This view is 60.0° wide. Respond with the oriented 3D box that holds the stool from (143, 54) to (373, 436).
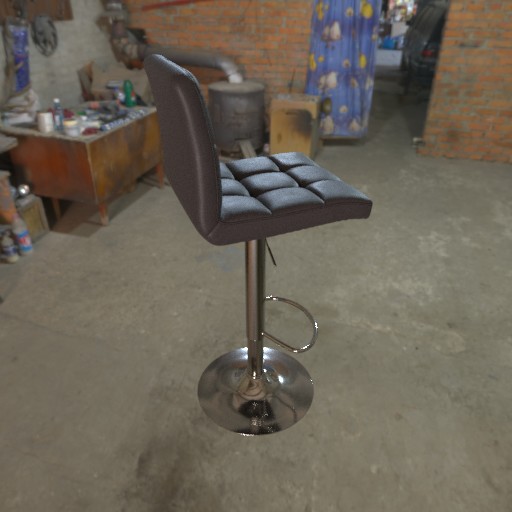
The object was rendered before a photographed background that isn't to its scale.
[{"bbox_3d":[0.000,0.000,1.352,0.505,1.115,0.430,-10,31,-17],"label":"stool"}]
